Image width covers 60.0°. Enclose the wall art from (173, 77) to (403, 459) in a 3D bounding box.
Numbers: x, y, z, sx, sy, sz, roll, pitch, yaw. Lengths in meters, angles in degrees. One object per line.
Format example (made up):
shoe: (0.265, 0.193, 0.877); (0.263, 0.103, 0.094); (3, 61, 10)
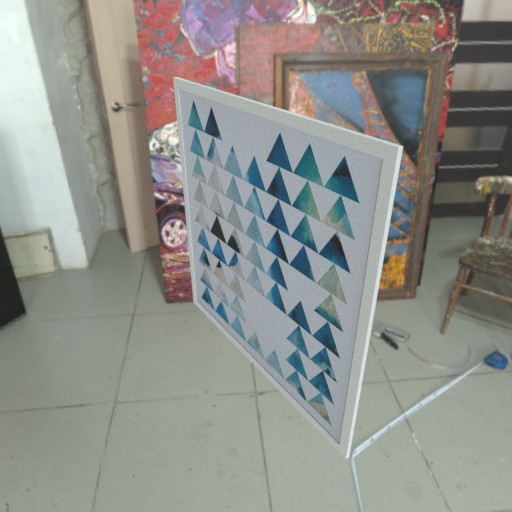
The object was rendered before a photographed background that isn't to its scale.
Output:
wall art: (0.000, 0.000, 0.680); (0.007, 0.456, 0.456); (-20, 36, -30)
